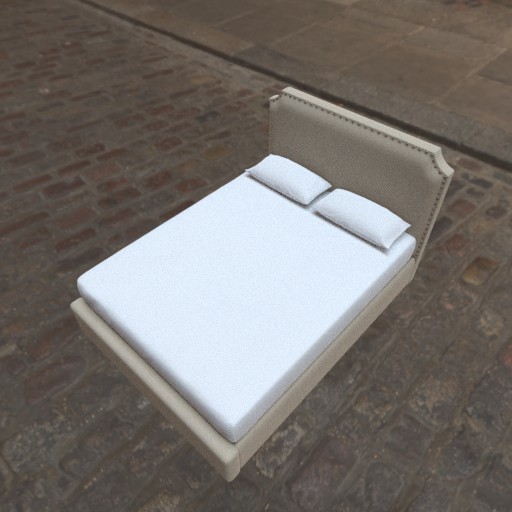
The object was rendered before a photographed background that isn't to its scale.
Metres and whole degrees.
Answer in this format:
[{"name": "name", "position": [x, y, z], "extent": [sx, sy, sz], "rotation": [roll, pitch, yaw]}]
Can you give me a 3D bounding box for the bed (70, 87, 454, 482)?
[{"name": "bed", "position": [0.000, 0.000, 3.359], "extent": [1.703, 1.415, 2.329], "rotation": [34, 55, 28]}]
